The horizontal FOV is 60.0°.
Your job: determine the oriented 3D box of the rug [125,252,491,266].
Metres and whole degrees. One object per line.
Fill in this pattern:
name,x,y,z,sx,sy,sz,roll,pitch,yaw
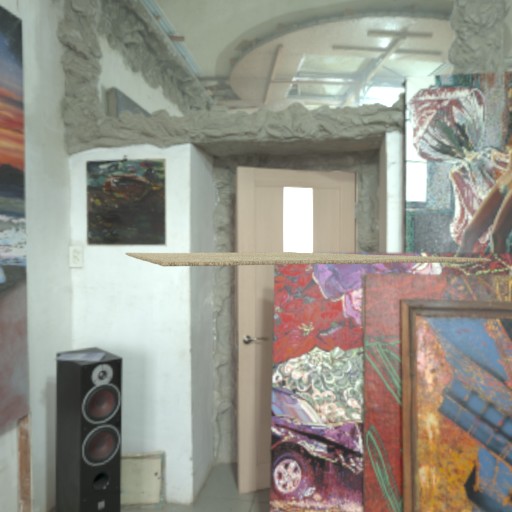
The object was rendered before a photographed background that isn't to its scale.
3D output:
rug,0.000,0.000,2.302,1.211,0.018,1.822,0,1,-19
